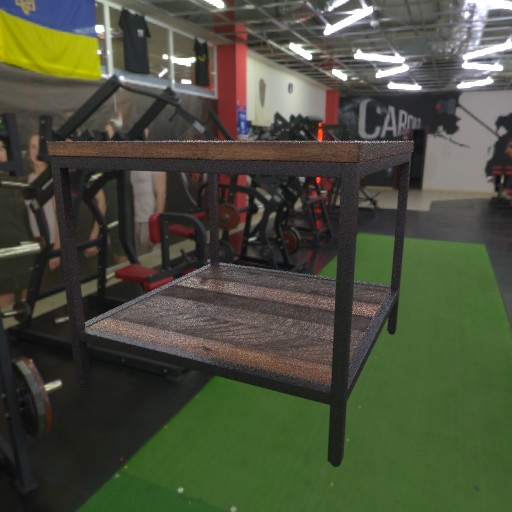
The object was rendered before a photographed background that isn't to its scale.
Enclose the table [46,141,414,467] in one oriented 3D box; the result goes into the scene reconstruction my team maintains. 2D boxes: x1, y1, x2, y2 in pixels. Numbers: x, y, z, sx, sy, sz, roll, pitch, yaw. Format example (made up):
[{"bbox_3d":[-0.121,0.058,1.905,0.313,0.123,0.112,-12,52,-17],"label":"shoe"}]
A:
[{"bbox_3d":[0.000,0.000,0.961,0.548,0.482,0.553,7,16,25],"label":"table"}]
